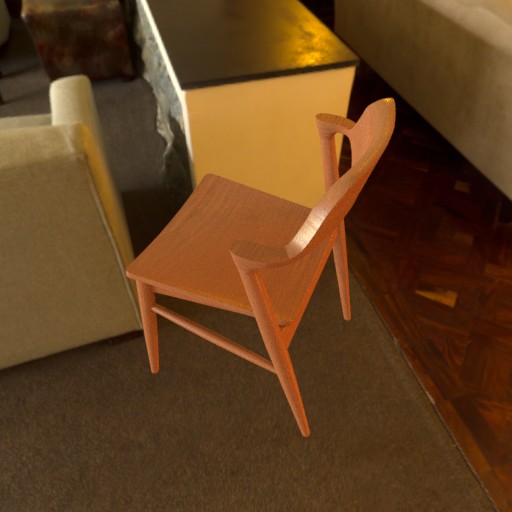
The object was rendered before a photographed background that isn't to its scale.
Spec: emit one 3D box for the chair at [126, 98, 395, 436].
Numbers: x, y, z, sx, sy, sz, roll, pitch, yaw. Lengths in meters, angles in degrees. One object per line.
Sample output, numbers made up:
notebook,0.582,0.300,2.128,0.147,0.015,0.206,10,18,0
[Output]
chair,0.000,0.000,1.106,0.499,0.801,0.496,18,50,16
